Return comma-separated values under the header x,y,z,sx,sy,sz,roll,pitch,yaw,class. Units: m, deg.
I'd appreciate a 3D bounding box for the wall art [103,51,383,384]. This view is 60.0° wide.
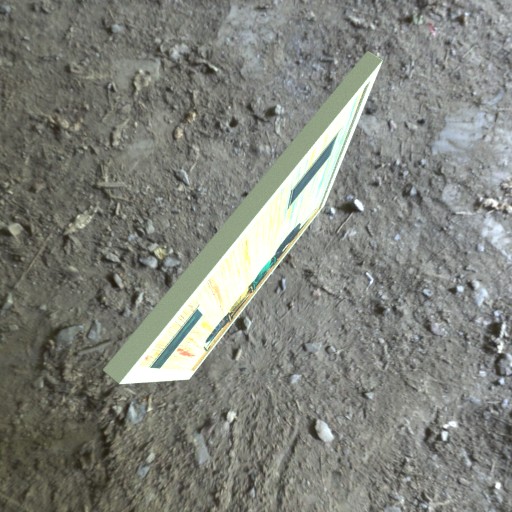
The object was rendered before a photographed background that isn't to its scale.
x,y,z,sx,sy,sz,roll,pitch,yaw,class
0.000,0.000,1.150,0.036,0.760,0.760,37,78,9,wall art
